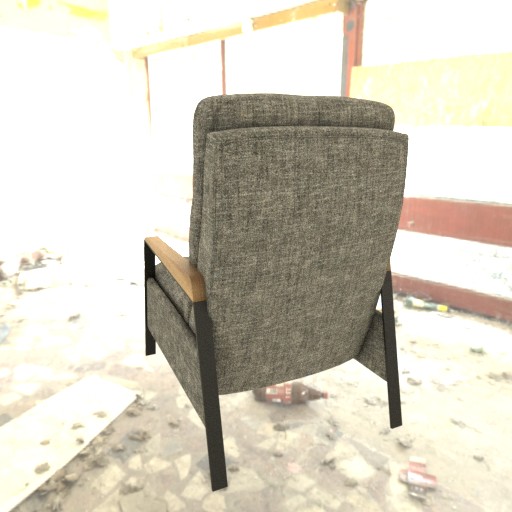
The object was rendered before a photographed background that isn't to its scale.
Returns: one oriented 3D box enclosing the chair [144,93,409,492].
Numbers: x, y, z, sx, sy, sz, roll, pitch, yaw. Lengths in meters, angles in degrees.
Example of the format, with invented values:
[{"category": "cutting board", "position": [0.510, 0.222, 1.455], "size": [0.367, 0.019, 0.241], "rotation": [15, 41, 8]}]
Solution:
[{"category": "chair", "position": [0.000, 0.000, 1.585], "size": [0.671, 1.042, 0.868], "rotation": [-7, 17, -24]}]
